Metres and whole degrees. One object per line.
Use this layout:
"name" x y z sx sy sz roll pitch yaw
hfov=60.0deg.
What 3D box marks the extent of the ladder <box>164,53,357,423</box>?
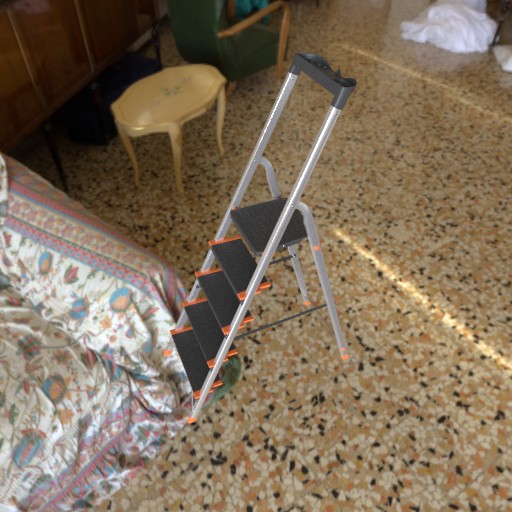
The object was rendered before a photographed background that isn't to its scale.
"ladder" 0.000 0.000 2.063 0.995 1.646 0.480 -17 47 -17
